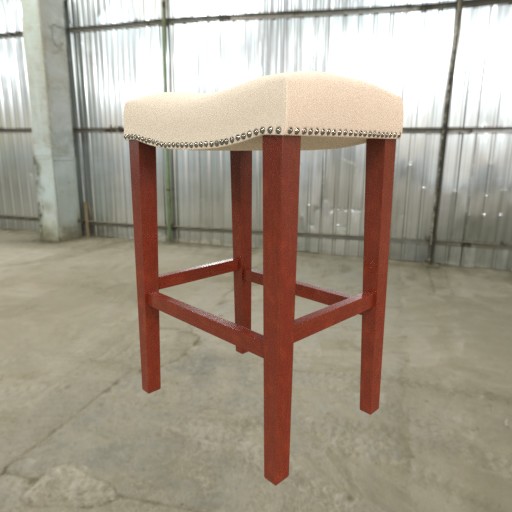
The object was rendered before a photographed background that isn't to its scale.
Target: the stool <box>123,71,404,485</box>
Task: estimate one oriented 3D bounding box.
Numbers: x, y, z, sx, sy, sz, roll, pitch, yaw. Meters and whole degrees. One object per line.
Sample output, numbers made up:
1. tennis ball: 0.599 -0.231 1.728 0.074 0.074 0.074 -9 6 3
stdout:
1. stool: 0.000 0.000 1.029 0.372 0.742 0.504 -13 18 -43
